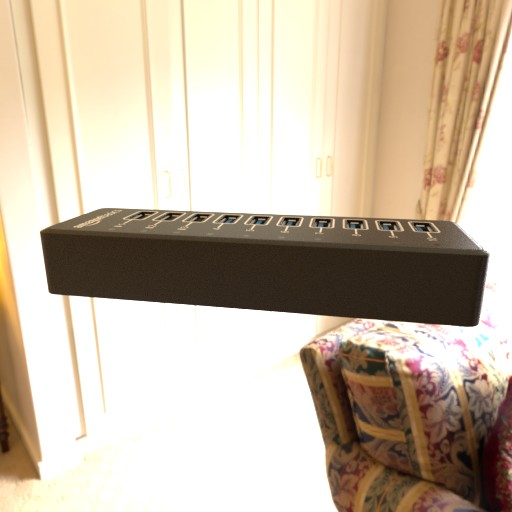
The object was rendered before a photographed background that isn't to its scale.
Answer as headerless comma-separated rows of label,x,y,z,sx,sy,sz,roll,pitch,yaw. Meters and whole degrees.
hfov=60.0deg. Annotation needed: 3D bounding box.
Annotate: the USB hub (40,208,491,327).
USB hub,0.000,0.000,0.161,0.145,0.023,0.044,3,17,10
